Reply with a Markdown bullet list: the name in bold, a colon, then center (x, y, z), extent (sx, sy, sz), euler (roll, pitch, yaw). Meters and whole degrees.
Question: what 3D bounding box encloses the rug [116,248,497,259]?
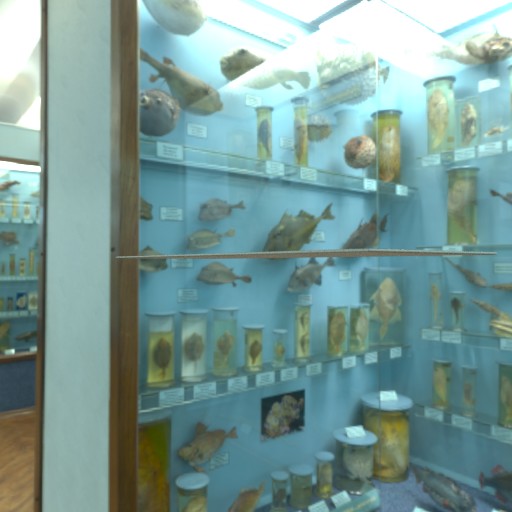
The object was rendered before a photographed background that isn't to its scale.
- **rug**: center (0.000, 0.000, 2.648), extent (0.864, 0.012, 2.388), euler (1, -1, -37)
